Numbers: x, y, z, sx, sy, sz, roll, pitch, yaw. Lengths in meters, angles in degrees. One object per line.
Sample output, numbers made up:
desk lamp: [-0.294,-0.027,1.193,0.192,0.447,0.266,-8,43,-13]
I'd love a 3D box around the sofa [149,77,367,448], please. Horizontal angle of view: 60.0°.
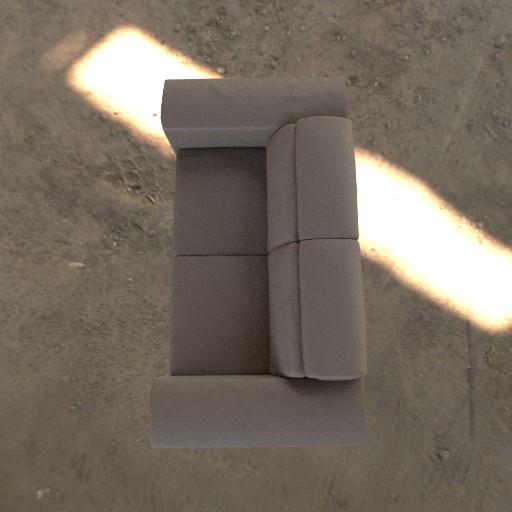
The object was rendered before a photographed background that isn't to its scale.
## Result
sofa: [0.000,0.000,2.422,1.003,0.779,1.895,-1,78,0]
